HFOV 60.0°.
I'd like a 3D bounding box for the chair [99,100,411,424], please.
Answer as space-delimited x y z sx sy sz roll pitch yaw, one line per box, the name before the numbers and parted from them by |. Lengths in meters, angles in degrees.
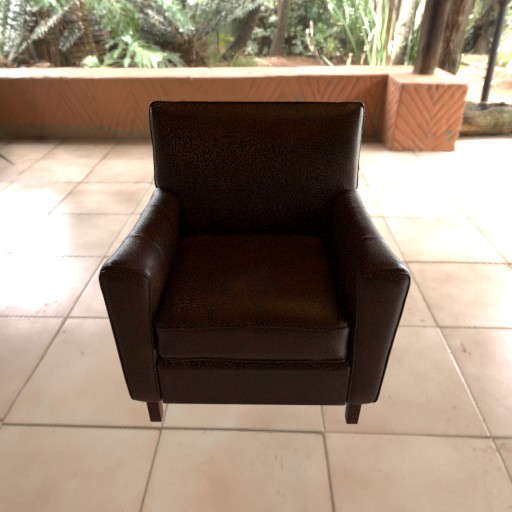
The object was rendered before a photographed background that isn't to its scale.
chair | 0.000 0.000 1.615 0.870 0.943 0.823 0 31 1
